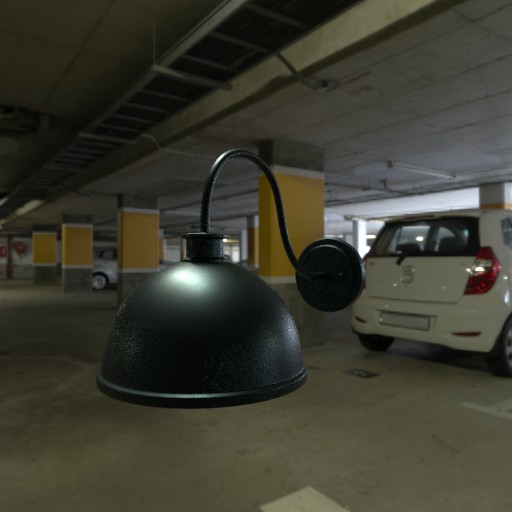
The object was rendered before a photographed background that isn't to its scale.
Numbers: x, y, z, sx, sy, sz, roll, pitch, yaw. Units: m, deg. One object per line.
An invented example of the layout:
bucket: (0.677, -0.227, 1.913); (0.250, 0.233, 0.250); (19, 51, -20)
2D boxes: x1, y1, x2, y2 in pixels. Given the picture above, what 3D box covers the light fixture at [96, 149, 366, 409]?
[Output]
light fixture: (0.000, 0.000, 0.635); (0.253, 0.295, 0.467); (0, 0, 37)
